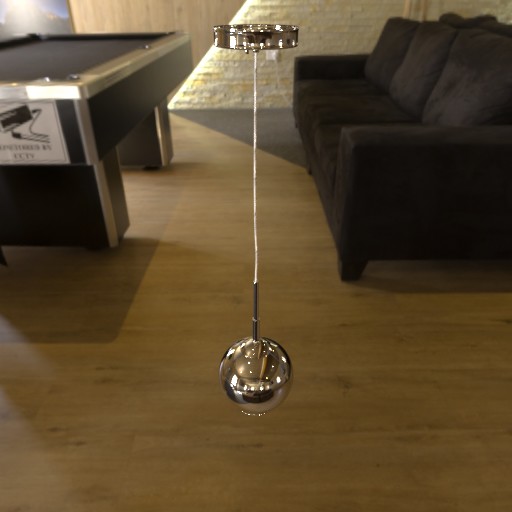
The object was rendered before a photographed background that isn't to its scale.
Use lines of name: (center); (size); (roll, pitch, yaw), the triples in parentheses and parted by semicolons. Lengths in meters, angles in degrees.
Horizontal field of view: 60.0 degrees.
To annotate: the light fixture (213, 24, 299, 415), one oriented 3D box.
light fixture: (0.000, 0.000, 1.672); (0.336, 1.538, 0.336); (8, 32, 14)
